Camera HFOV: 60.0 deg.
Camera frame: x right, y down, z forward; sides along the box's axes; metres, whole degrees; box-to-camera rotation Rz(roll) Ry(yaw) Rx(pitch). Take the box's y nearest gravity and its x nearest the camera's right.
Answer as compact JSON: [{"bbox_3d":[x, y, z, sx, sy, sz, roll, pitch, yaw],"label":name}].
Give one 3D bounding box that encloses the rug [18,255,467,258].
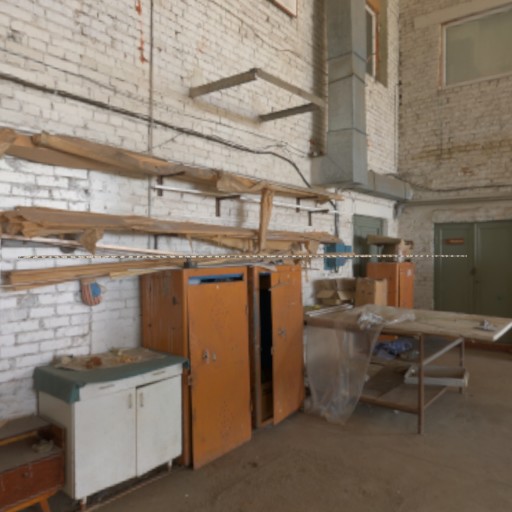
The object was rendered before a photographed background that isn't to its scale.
[{"bbox_3d":[0.000,0.000,2.496,2.277,0.008,0.676,0,0,-16],"label":"rug"}]
